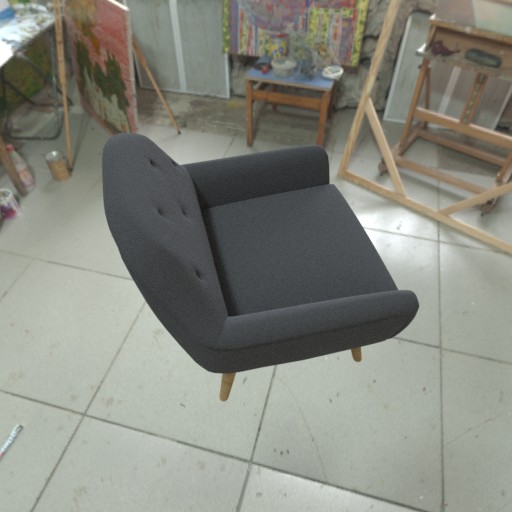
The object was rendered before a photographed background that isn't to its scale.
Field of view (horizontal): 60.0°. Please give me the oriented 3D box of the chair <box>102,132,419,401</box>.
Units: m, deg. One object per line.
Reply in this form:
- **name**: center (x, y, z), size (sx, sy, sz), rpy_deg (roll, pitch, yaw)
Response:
- **chair**: center (0.000, 0.000, 1.437), size (0.779, 0.800, 0.770), rpy_deg (-11, 49, -10)
